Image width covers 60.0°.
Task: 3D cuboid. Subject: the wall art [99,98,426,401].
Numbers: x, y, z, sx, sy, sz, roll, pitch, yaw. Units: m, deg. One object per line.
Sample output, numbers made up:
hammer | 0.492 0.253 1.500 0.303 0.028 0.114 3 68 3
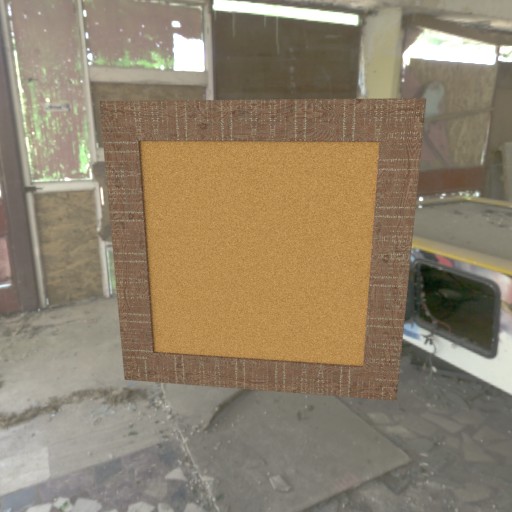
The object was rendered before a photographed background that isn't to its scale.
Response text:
wall art | 0.000 0.000 0.800 0.531 0.531 0.029 2 16 8
